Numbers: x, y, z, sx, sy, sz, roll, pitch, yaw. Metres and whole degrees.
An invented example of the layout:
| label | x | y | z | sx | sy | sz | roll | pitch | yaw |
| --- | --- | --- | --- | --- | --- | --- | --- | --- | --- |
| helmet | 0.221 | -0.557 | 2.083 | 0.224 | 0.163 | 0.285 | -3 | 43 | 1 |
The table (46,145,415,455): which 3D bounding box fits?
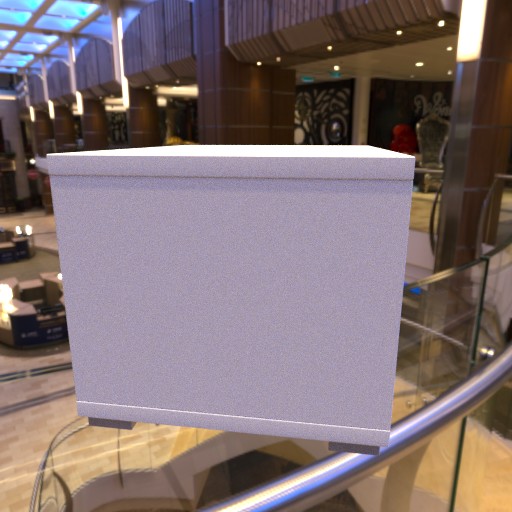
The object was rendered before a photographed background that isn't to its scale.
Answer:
| label | x | y | z | sx | sy | sz | roll | pitch | yaw |
| --- | --- | --- | --- | --- | --- | --- | --- | --- | --- |
| table | 0.000 | 0.000 | 0.760 | 0.399 | 0.357 | 0.517 | 2 | 15 | 9 |
